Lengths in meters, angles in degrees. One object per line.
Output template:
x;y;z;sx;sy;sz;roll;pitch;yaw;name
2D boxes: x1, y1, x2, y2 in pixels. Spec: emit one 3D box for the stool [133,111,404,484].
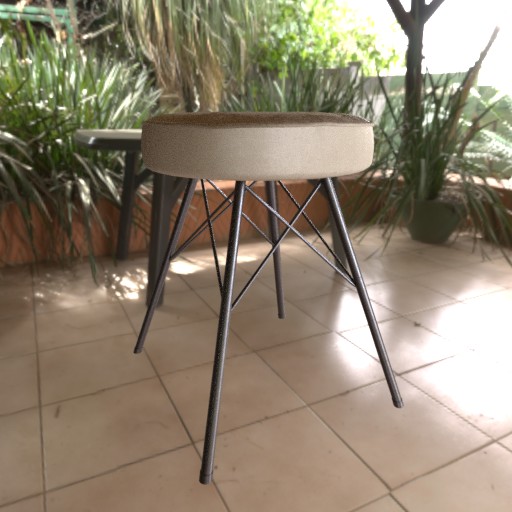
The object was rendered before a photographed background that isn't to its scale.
0.000;0.000;0.872;0.423;0.538;0.457;-9;20;-26;stool
